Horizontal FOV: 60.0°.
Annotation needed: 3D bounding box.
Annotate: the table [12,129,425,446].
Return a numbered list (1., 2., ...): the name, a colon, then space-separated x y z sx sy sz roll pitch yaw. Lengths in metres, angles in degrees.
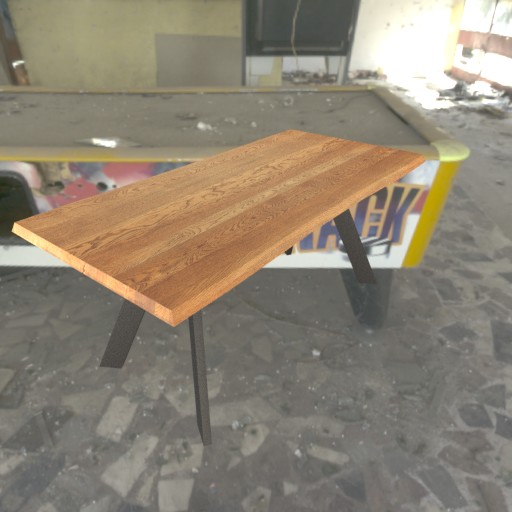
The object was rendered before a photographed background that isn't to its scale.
1. table: 0.000 0.000 2.193 0.900 0.770 1.800 22 36 33
